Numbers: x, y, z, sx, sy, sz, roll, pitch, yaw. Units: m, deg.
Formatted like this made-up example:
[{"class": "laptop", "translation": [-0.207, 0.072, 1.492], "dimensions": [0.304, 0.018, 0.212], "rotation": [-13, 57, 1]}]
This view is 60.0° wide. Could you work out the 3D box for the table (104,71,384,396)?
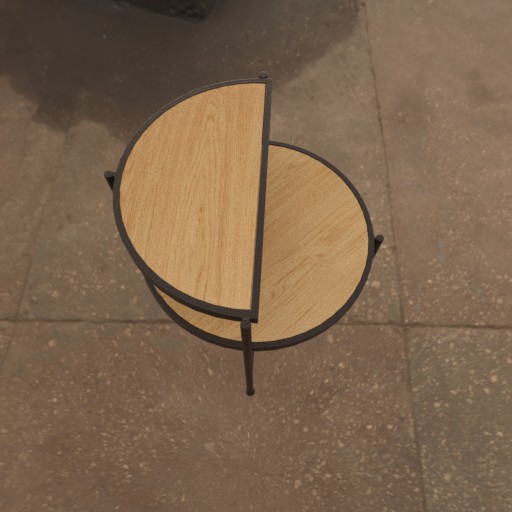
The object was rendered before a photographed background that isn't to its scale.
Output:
[{"class": "table", "translation": [0.000, 0.000, 1.197], "dimensions": [0.628, 0.684, 0.629], "rotation": [3, 64, 1]}]
